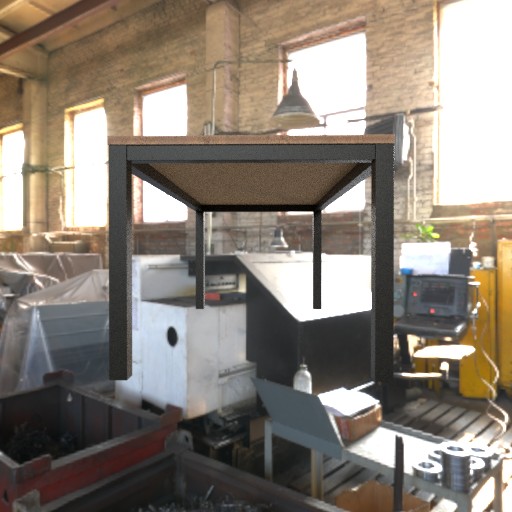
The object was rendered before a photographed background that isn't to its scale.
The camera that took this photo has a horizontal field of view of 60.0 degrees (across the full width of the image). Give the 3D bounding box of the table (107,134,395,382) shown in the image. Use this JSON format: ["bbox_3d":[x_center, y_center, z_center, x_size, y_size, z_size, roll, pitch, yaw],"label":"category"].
[{"bbox_3d":[0.000,0.000,2.282,0.893,0.767,1.805,0,0,1],"label":"table"}]
